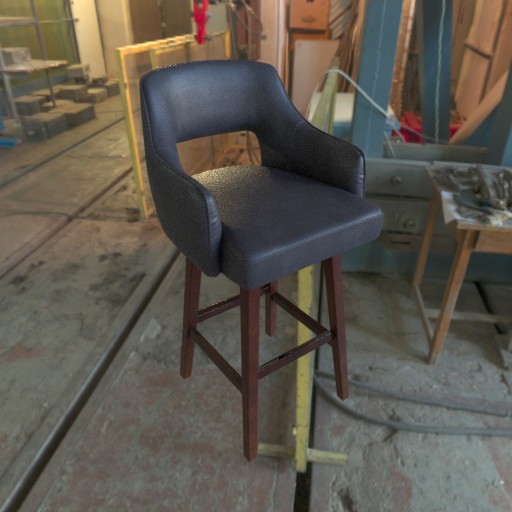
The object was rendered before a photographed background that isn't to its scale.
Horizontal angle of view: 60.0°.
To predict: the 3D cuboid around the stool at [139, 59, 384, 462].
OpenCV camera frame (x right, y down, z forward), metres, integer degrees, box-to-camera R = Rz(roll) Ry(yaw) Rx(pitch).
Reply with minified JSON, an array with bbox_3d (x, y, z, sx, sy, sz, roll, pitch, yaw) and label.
[{"bbox_3d":[0.000,0.000,1.343,0.550,1.041,0.560,-20,36,-31],"label":"stool"}]
